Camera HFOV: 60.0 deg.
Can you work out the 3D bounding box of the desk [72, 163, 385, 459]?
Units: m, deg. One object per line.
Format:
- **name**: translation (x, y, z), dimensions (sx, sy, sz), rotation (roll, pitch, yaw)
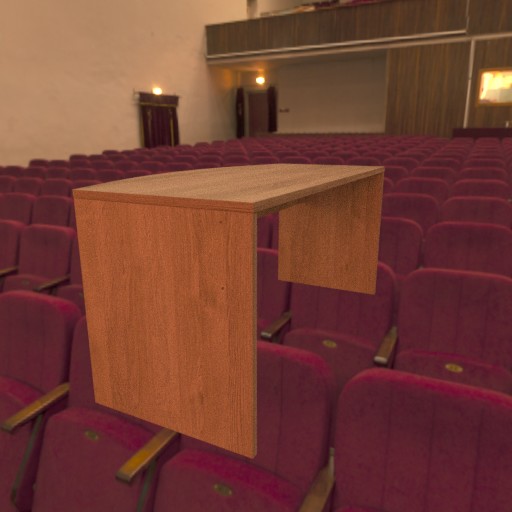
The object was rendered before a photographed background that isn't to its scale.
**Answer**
- **desk**: translation (0.000, 0.000, 2.062), dimensions (0.802, 0.752, 1.600), rotation (7, 17, 26)
